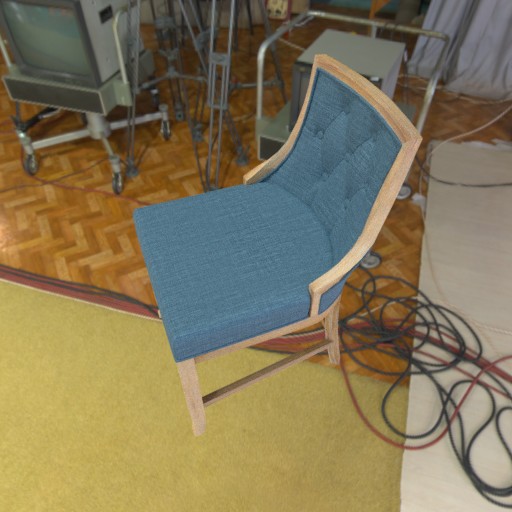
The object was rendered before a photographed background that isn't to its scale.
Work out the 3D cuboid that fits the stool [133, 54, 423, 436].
[{"bbox_3d":[0.000,0.000,1.318,0.626,0.938,0.524,-16,49,-14],"label":"stool"}]
